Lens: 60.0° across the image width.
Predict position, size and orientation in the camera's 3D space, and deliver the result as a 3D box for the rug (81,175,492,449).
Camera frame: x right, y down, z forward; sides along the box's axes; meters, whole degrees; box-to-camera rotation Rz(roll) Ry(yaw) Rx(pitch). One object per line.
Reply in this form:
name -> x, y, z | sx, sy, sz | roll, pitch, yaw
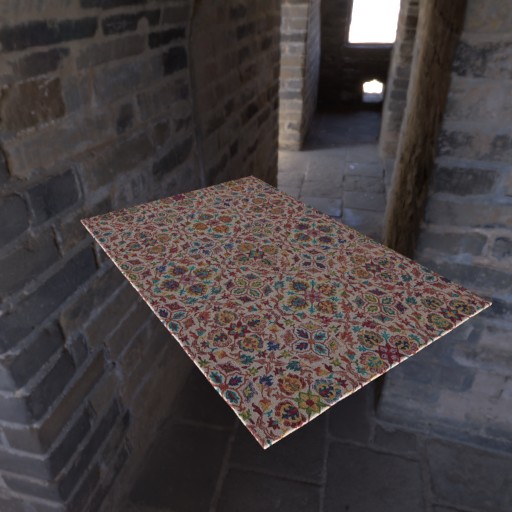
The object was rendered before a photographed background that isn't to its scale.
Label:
rug -> 0.000, 0.000, 2.839 | 1.541, 0.018, 2.297 | -20, 37, -29
